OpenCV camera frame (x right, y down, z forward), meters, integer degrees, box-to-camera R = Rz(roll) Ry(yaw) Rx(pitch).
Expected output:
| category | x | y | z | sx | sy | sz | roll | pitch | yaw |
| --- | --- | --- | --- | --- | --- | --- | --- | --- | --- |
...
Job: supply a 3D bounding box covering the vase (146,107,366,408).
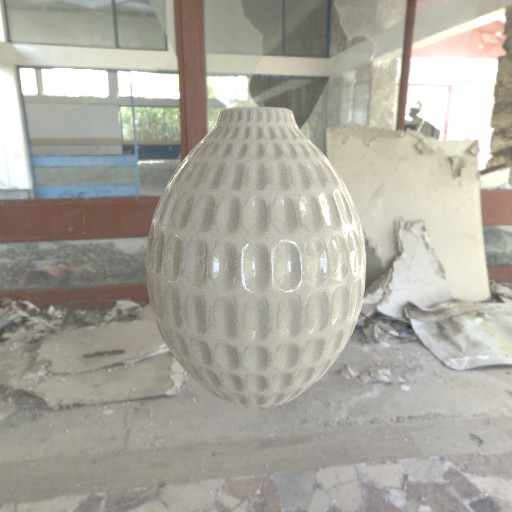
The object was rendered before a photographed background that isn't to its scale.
| category | x | y | z | sx | sy | sz | roll | pitch | yaw |
| --- | --- | --- | --- | --- | --- | --- | --- | --- | --- |
| vase | 0.000 | 0.000 | 0.264 | 0.128 | 0.167 | 0.128 | 0 | 16 | 0 |
